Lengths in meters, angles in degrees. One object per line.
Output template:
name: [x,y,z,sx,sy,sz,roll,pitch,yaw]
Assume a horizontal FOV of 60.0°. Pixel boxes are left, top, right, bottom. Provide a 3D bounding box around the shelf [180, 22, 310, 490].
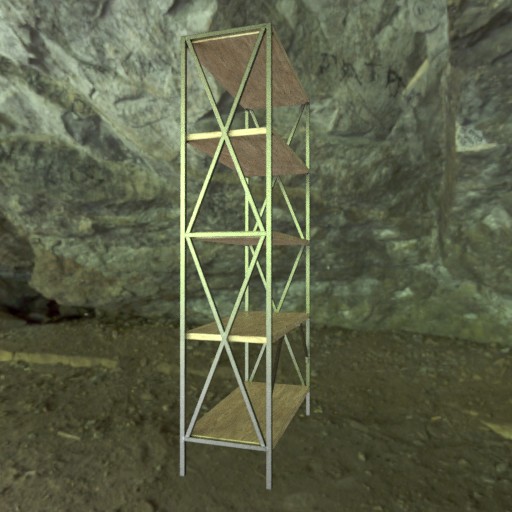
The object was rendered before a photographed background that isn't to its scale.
shelf: [0.000,0.000,2.182,0.386,1.803,0.874,0,-1,17]
